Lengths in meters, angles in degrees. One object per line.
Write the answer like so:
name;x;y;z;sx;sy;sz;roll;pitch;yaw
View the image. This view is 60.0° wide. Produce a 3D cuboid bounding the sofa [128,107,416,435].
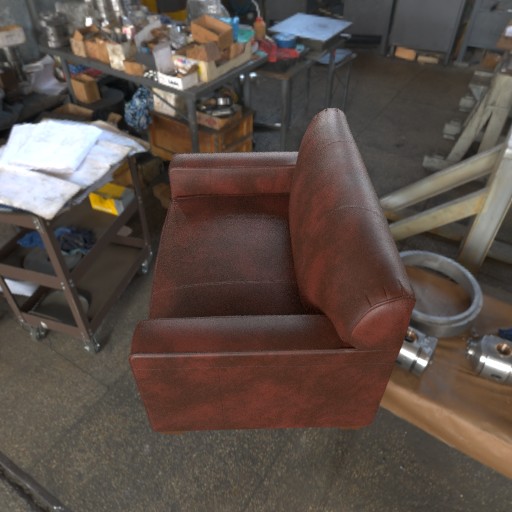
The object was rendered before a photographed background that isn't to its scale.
sofa;0.000;0.000;2.140;1.000;0.956;1.413;-1;43;-1
